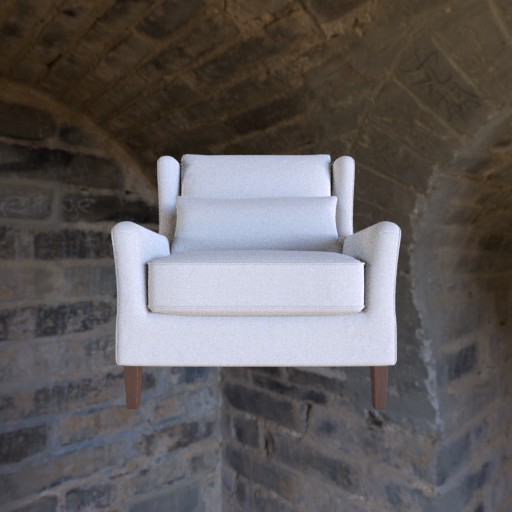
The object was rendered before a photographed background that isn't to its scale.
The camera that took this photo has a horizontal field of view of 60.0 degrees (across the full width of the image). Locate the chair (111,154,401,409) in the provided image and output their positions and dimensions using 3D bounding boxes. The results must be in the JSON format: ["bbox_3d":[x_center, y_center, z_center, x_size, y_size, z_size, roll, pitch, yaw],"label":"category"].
[{"bbox_3d":[0.000,0.000,1.963,0.982,1.056,1.040,0,-1,0],"label":"chair"}]
